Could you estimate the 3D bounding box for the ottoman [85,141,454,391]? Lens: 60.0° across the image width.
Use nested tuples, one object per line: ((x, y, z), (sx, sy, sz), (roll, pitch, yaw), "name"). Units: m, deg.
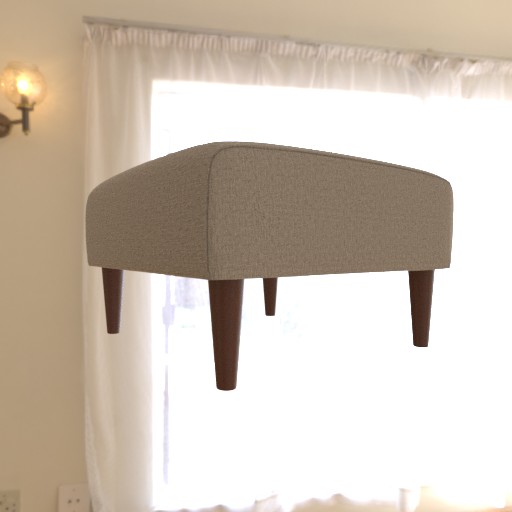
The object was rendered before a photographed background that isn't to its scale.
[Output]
((0.000, 0.000, 1.059), (0.648, 0.399, 0.655), (-1, 1, -35), "ottoman")
